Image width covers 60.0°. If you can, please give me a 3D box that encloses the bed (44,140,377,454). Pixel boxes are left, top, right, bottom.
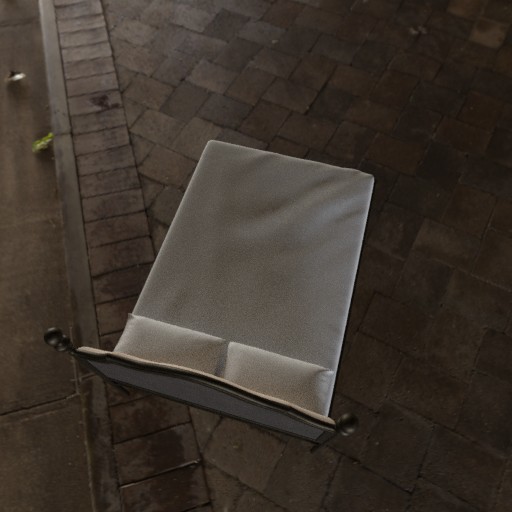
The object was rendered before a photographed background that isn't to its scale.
[{"bbox_3d":[0.000,0.000,3.123,1.533,1.462,2.170,14,63,7],"label":"bed"}]
